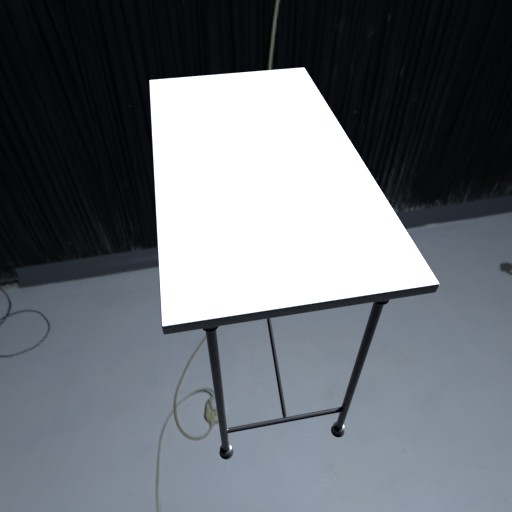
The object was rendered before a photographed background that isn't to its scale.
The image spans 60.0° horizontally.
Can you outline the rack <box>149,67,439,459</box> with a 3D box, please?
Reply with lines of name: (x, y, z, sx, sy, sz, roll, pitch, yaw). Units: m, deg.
rack: (0.000, 0.000, 1.657, 0.613, 0.880, 1.159, -8, 46, -7)
